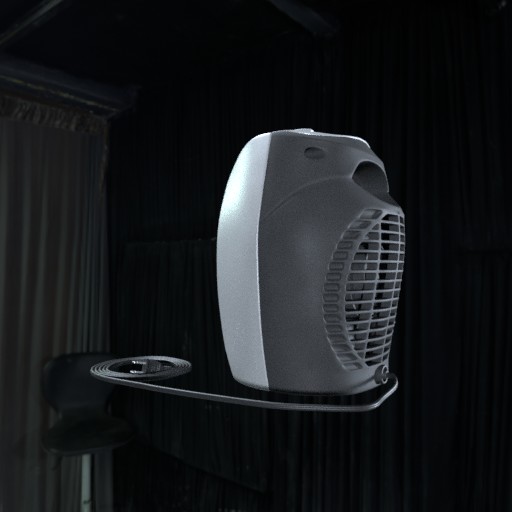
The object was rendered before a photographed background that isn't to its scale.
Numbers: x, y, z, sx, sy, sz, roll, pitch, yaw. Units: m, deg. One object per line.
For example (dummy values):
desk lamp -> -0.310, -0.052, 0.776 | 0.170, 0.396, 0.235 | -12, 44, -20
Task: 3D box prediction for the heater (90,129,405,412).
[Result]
heater -> 0.000, 0.000, 0.461 | 0.291, 0.240, 0.239 | -1, -2, 36
